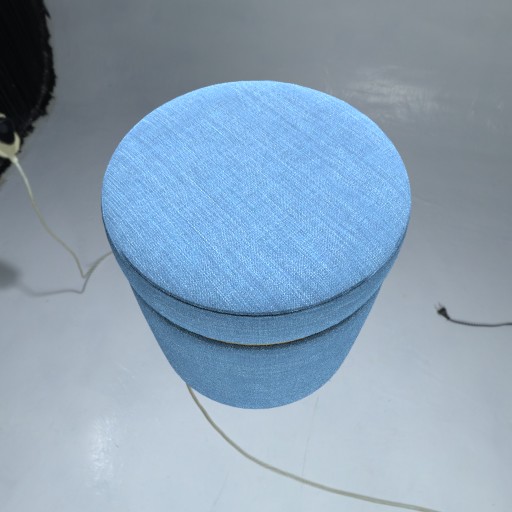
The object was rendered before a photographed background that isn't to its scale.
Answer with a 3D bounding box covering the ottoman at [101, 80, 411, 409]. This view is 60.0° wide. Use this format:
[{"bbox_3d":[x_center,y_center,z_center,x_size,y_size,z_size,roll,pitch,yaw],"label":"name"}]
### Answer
[{"bbox_3d":[0.000,0.000,0.723,0.398,0.406,0.398,0,58,0],"label":"ottoman"}]
